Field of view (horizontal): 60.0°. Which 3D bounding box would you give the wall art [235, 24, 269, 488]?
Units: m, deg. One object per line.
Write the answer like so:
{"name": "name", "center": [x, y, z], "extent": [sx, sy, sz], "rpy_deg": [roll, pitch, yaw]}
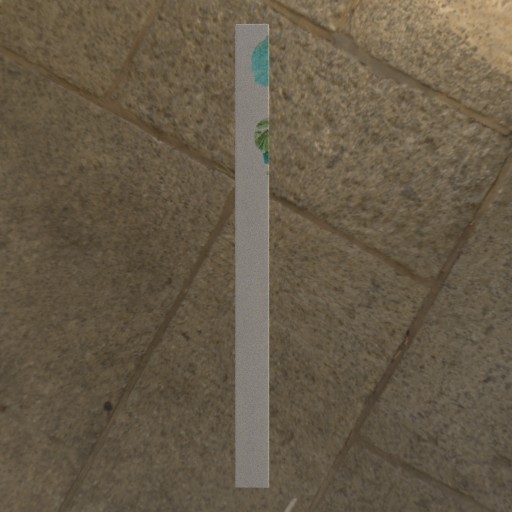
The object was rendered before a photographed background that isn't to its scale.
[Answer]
{"name": "wall art", "center": [0.000, 0.000, 0.702], "extent": [0.041, 0.435, 0.507], "rpy_deg": [0, 90, 2]}
